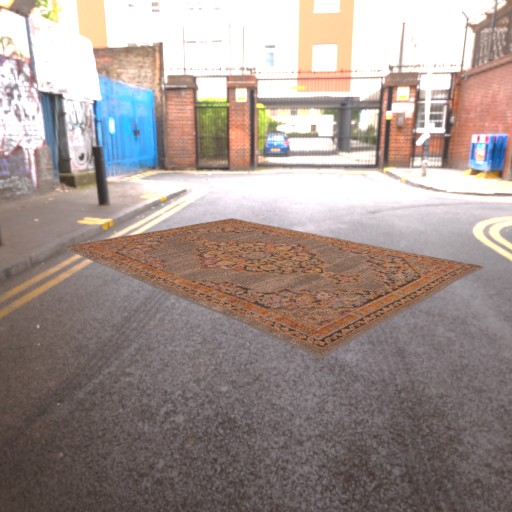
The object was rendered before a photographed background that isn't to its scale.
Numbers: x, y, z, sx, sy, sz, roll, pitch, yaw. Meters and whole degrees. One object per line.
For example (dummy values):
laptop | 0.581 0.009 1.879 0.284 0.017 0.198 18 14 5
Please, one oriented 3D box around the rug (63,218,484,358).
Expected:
rug | 0.000 0.000 3.695 2.043 0.026 2.901 -14 21 -43
